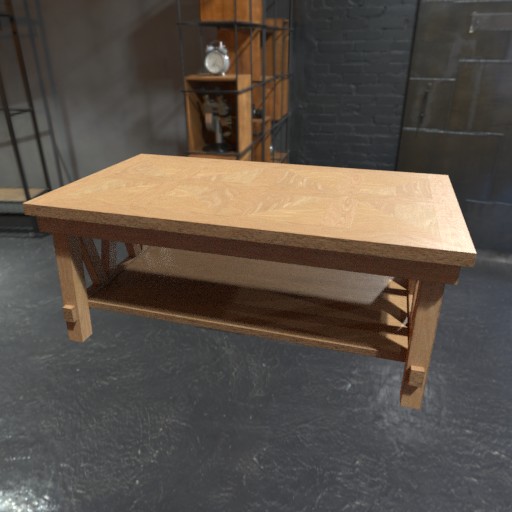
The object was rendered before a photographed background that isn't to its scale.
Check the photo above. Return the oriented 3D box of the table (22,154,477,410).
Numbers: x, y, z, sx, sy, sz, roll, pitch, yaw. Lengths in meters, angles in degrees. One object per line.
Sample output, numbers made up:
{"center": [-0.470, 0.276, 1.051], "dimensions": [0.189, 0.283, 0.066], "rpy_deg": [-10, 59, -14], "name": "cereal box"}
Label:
{"center": [0.000, 0.000, 1.600], "dimensions": [1.270, 0.507, 0.711], "rpy_deg": [7, 26, 15], "name": "table"}
